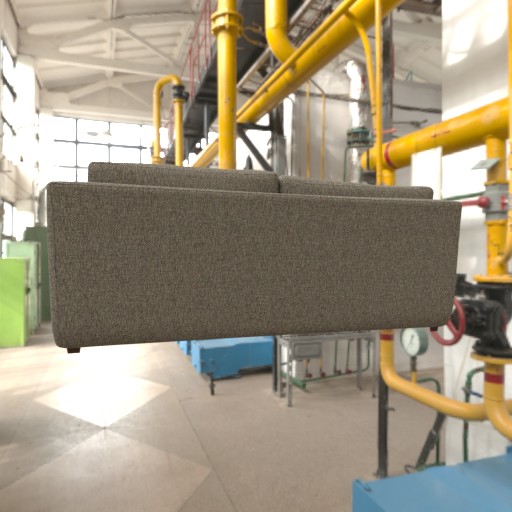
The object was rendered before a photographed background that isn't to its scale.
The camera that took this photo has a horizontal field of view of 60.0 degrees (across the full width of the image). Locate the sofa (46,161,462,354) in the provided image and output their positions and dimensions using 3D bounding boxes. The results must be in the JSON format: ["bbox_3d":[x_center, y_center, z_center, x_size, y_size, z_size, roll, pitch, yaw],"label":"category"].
[{"bbox_3d":[0.000,0.000,2.941,2.418,0.998,1.103,0,0,-18],"label":"sofa"}]
